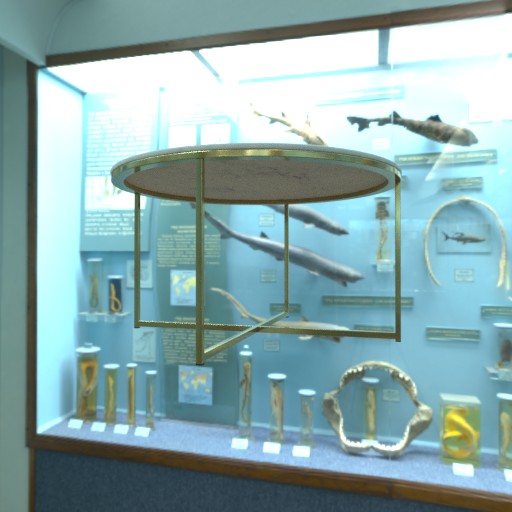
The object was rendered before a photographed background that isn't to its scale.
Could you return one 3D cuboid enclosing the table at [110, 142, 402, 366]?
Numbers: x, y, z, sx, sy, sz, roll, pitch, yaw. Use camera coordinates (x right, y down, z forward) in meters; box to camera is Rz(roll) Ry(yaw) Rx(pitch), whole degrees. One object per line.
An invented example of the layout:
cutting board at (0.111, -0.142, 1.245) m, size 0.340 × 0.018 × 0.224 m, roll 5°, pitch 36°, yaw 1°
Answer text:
table at (0.000, 0.000, 1.278) m, size 0.800 × 0.450 × 0.800 m, roll 0°, pitch 0°, yaw 0°
